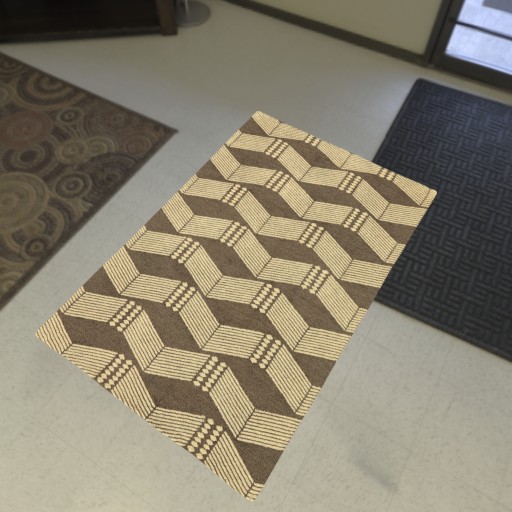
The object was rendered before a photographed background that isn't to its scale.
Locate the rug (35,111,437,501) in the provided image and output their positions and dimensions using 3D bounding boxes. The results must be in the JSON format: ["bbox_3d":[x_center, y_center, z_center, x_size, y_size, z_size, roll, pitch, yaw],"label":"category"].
[{"bbox_3d":[0.000,0.000,2.247,1.210,0.016,1.833,30,62,17],"label":"rug"}]
